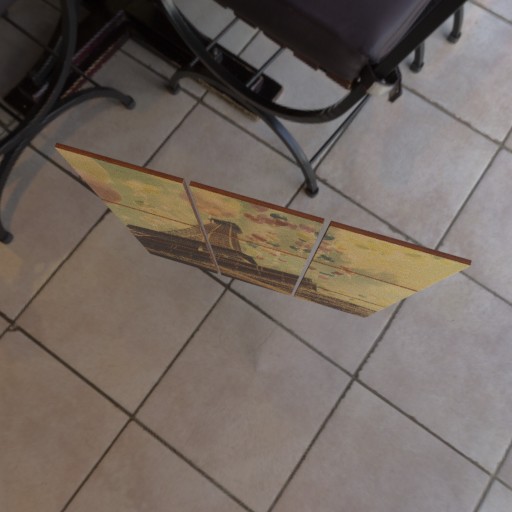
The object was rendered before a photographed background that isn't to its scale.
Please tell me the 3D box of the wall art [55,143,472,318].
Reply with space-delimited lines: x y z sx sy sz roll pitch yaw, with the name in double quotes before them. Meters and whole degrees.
"wall art" 0.000 0.000 1.885 1.256 1.246 0.017 16 76 4
